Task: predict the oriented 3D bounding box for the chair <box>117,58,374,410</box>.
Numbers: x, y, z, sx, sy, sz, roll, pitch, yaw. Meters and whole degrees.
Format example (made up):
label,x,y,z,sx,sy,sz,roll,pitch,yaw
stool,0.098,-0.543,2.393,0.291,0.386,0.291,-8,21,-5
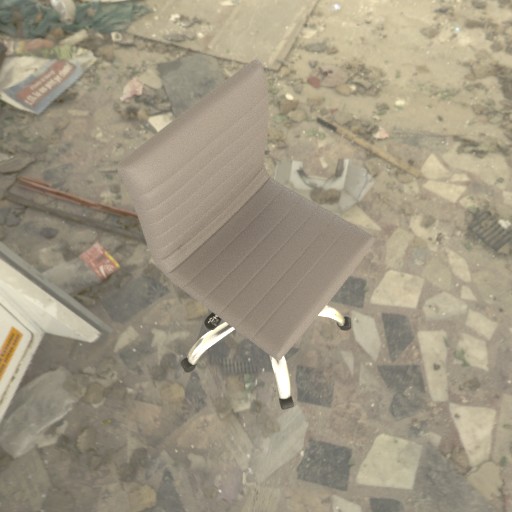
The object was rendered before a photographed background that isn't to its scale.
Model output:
label,x,y,z,sx,sy,sz,roll,pitch,yaw
chair,0.000,0.000,1.120,0.530,0.780,0.556,35,65,19
